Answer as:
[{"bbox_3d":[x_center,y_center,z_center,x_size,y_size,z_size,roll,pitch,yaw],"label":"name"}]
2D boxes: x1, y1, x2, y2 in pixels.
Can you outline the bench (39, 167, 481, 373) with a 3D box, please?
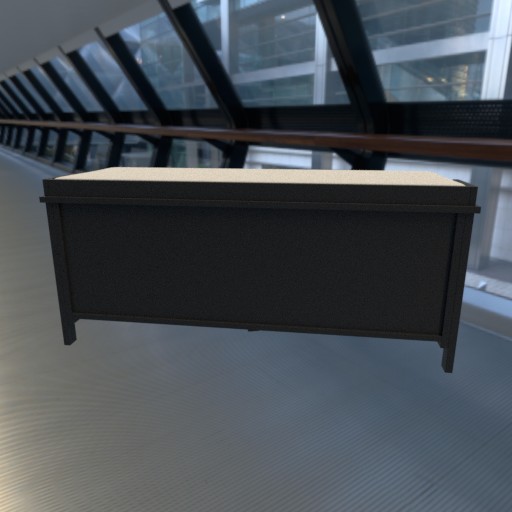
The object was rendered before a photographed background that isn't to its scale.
[{"bbox_3d":[0.000,0.000,1.378,1.140,0.501,0.398,2,16,8],"label":"bench"}]
